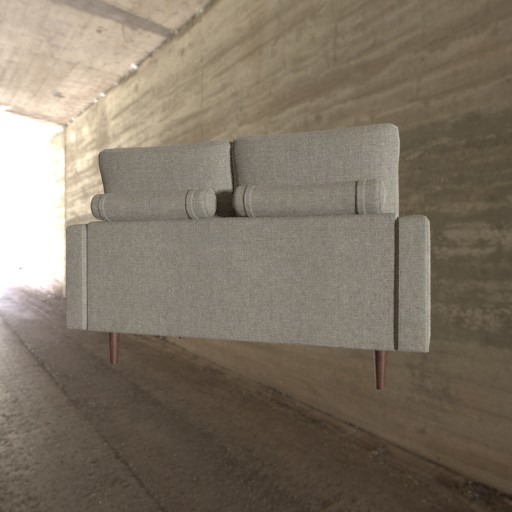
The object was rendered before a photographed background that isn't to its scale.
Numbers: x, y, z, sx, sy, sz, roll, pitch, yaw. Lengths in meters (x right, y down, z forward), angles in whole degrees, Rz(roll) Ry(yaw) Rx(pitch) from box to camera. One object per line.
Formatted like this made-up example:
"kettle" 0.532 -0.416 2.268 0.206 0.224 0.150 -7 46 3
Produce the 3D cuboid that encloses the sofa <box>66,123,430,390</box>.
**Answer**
"sofa" 0.000 0.000 1.964 1.407 0.907 0.842 0 0 19
